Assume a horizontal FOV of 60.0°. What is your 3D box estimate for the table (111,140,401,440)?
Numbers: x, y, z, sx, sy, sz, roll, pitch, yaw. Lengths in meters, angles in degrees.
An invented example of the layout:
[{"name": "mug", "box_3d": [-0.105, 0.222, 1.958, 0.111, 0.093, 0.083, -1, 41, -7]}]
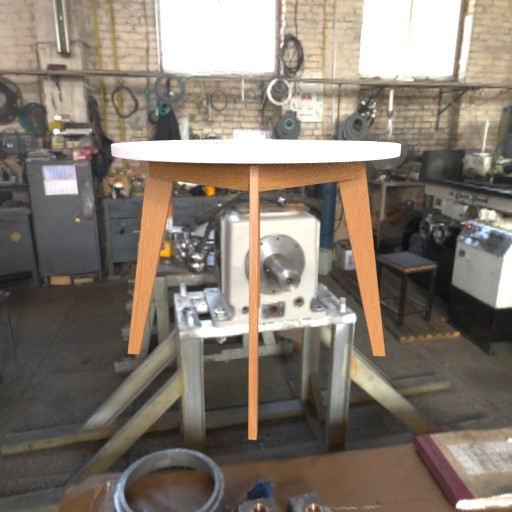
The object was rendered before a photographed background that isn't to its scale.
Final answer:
[{"name": "table", "box_3d": [0.000, 0.000, 1.540, 0.896, 0.762, 0.896, 0, 16, 0]}]
